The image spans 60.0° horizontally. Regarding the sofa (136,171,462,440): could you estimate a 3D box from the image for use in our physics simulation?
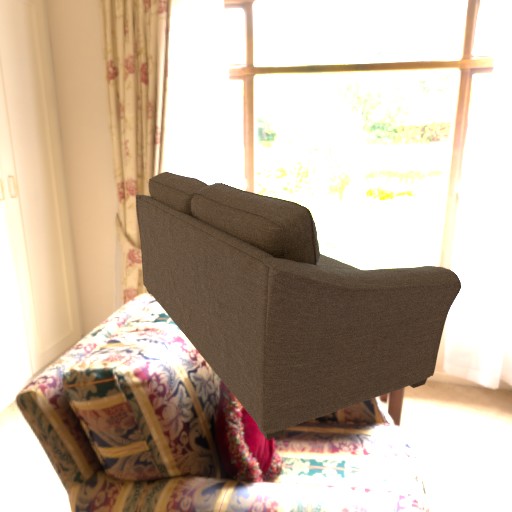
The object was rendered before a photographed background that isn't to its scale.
[{"bbox_3d":[0.000,0.000,2.734,0.971,0.950,2.270,-8,17,-26],"label":"sofa"}]
